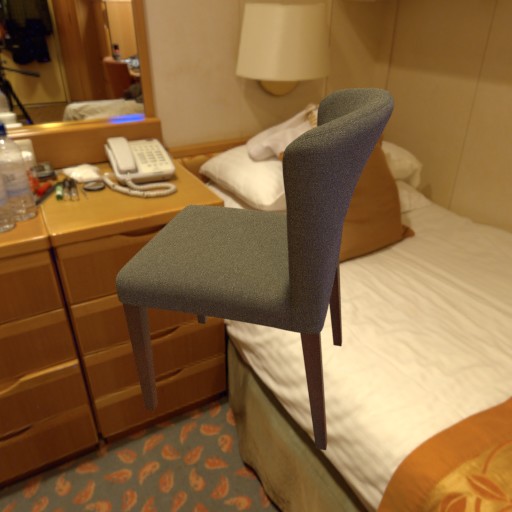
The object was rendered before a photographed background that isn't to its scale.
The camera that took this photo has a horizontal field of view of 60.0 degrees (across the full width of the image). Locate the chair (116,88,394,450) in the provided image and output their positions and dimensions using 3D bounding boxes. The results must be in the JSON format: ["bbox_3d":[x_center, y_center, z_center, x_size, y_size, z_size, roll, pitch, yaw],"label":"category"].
[{"bbox_3d":[0.000,0.000,1.175,0.589,0.839,0.491,7,30,13],"label":"chair"}]
